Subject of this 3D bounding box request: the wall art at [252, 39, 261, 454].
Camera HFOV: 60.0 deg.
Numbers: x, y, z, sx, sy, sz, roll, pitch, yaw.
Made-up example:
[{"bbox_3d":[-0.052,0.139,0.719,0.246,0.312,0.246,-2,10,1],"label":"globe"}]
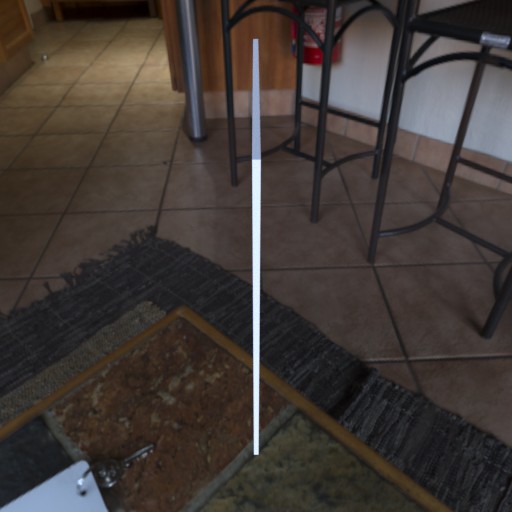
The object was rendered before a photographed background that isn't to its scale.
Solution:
[{"bbox_3d":[0.000,0.000,1.221,0.013,0.940,0.659,0,40,0],"label":"wall art"}]
